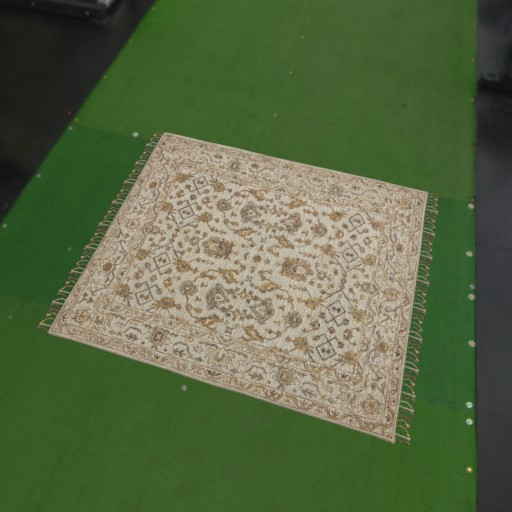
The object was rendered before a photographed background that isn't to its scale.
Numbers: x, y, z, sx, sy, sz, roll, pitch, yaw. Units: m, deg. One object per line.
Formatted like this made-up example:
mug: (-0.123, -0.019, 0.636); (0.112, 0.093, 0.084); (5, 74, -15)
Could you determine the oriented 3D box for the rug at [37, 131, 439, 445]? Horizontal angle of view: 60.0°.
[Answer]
rug: (0.000, 0.000, 4.007); (3.061, 0.034, 2.426); (15, 60, 9)
